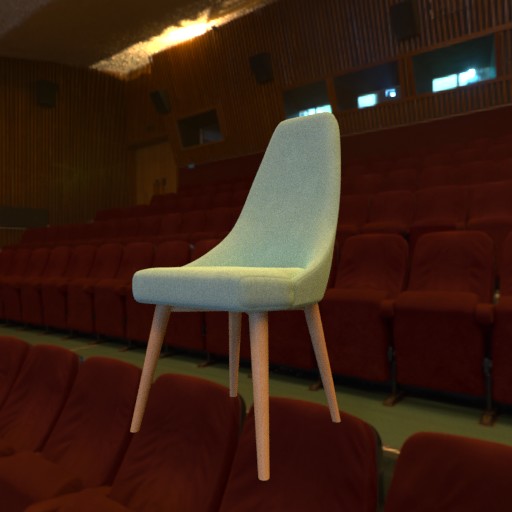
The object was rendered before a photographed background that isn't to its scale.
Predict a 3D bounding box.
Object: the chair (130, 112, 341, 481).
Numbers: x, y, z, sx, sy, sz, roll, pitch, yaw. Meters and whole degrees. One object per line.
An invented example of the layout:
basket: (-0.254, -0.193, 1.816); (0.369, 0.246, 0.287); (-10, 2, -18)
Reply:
chair: (0.000, 0.000, 1.393); (0.510, 1.040, 0.660); (0, 0, 37)
